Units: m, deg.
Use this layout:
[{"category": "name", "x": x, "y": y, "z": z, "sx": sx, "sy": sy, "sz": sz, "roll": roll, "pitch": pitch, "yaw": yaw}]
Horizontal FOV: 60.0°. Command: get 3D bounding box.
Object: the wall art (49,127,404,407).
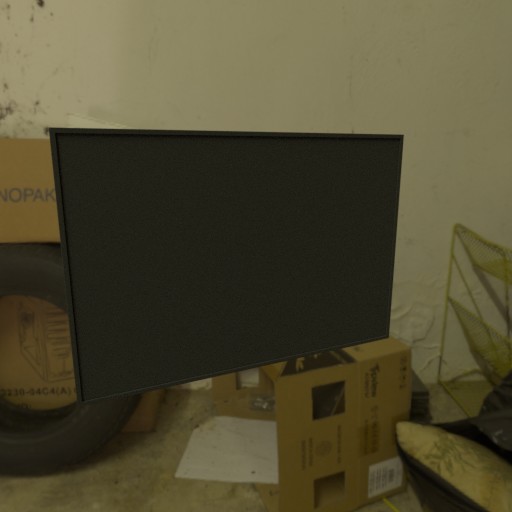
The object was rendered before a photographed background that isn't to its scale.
[{"category": "wall art", "x": 0.000, "y": 0.000, "z": 1.490, "sx": 1.190, "sy": 0.805, "sz": 0.028, "roll": -6, "pitch": 15, "yaw": -24}]
